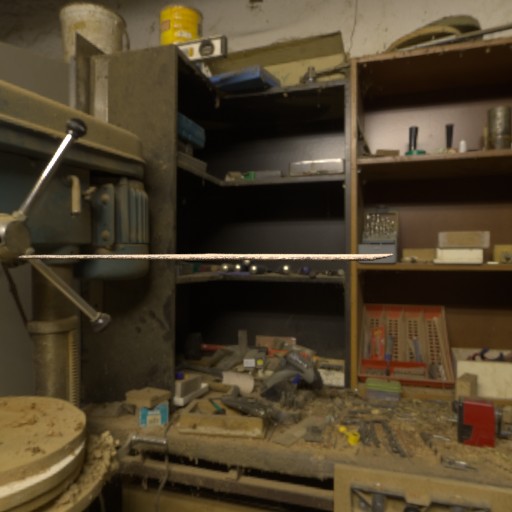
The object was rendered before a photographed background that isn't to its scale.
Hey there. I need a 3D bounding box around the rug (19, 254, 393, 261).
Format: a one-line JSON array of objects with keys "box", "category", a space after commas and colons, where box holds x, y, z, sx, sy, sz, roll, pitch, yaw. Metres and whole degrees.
[{"box": [0.000, 0.000, 4.222, 2.414, 0.036, 3.199, 0, 0, 19], "category": "rug"}]
